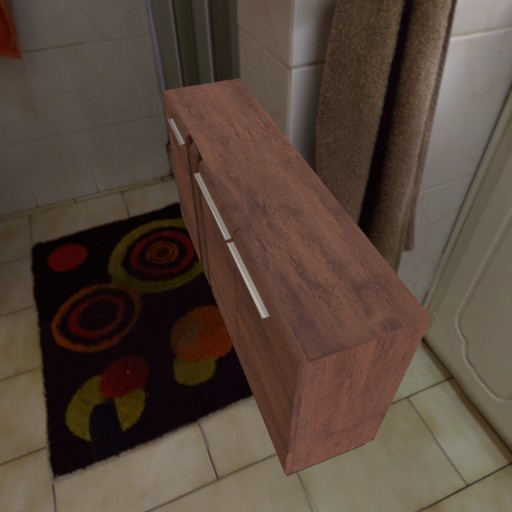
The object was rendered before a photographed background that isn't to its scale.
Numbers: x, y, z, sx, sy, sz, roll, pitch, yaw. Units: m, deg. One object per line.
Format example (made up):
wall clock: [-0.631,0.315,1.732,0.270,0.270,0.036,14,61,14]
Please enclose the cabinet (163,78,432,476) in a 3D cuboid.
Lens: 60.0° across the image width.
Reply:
cabinet: [0.000,0.000,2.000,0.420,0.900,1.600,-15,48,-14]
